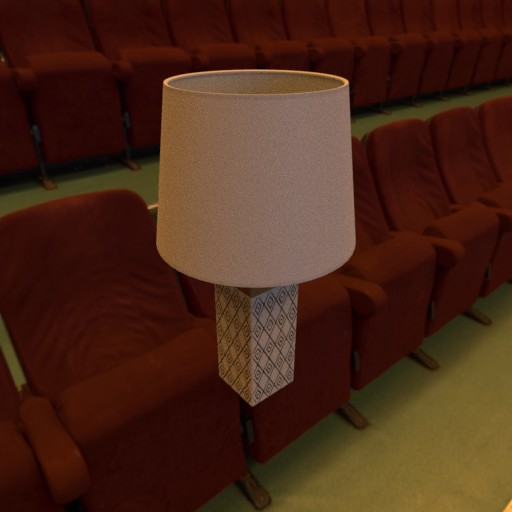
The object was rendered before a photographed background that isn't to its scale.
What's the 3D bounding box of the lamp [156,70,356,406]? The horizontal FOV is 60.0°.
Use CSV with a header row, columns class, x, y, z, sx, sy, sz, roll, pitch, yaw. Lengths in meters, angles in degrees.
class,x,y,z,sx,sy,sz,roll,pitch,yaw
lamp,0.000,0.000,0.585,0.251,0.435,0.251,0,29,0
